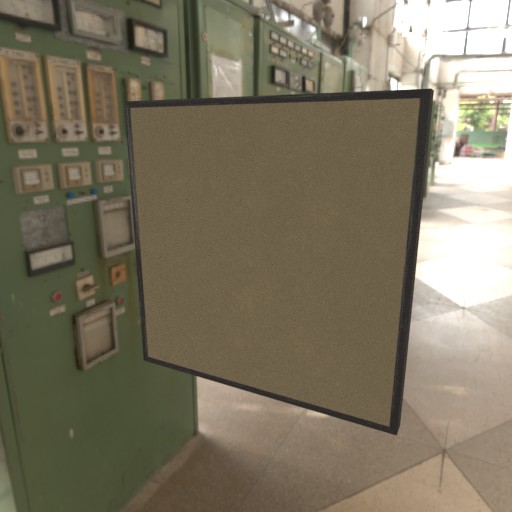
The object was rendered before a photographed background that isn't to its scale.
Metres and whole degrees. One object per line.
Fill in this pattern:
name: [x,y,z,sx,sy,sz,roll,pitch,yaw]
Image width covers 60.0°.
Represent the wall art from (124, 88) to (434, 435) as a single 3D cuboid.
wall art: [0.000,0.000,1.119,0.762,0.758,0.043,8,17,27]
